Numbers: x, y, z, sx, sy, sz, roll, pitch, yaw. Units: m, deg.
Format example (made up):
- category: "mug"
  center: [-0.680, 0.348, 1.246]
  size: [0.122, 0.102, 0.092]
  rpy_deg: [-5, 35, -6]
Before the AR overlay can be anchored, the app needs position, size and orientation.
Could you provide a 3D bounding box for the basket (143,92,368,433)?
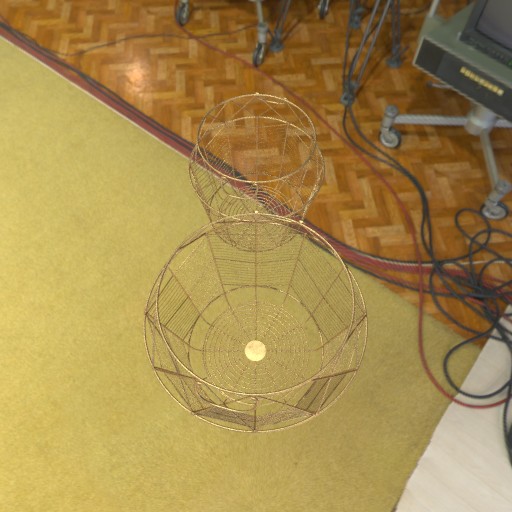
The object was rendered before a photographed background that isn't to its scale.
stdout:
- category: "basket"
  center: [0.000, 0.000, 1.048]
  size: [0.451, 0.343, 0.805]
  rpy_deg: [0, 60, 0]
